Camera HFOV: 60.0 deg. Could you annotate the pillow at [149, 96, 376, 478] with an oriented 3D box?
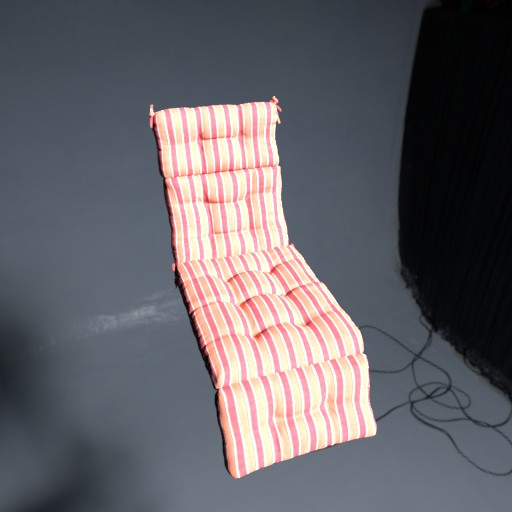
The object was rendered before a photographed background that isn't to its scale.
[{"bbox_3d":[0.000,0.000,1.517,0.526,0.863,1.016,-10,32,-16],"label":"pillow"}]
